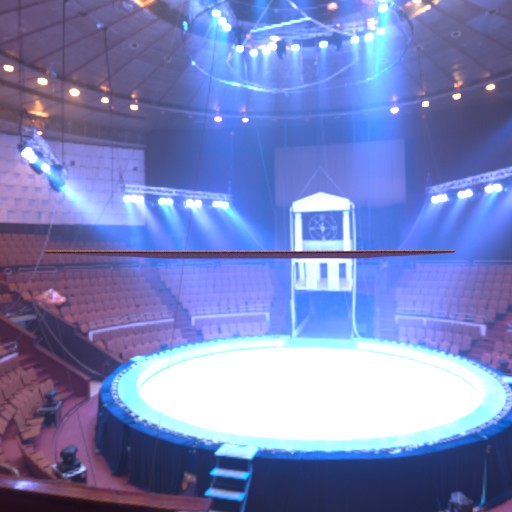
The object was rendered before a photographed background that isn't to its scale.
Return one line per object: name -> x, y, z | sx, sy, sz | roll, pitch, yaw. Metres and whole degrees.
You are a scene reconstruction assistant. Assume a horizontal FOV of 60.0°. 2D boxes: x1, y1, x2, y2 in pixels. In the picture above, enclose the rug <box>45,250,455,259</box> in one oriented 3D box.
rug -> 0.000, 0.000, 4.112 | 2.410, 0.021, 3.055 | 0, -1, 2
